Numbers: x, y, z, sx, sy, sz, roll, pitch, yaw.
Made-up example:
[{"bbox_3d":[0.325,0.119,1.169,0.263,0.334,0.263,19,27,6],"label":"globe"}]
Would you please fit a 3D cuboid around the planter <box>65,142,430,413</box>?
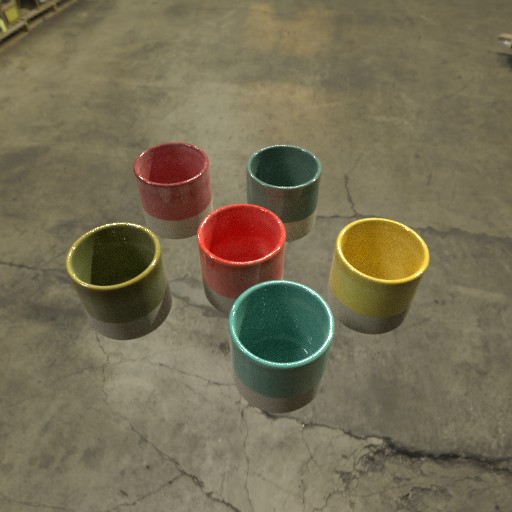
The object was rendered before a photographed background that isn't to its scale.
[{"bbox_3d":[0.000,0.000,0.405,0.286,0.075,0.257,9,48,8],"label":"planter"}]
